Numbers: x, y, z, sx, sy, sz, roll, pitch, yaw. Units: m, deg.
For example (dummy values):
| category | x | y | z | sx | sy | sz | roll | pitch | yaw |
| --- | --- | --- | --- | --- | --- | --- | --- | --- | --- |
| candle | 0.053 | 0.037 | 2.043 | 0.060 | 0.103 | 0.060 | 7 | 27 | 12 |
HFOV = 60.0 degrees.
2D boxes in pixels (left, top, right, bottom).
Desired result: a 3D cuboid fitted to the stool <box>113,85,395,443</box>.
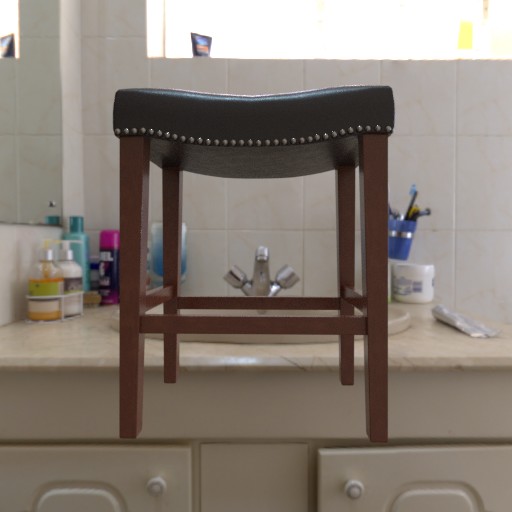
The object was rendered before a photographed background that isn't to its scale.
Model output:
| category | x | y | z | sx | sy | sz | roll | pitch | yaw |
| --- | --- | --- | --- | --- | --- | --- | --- | --- | --- |
| stool | 0.000 | 0.000 | 0.964 | 0.504 | 0.654 | 0.372 | 0 | 1 | 2 |
